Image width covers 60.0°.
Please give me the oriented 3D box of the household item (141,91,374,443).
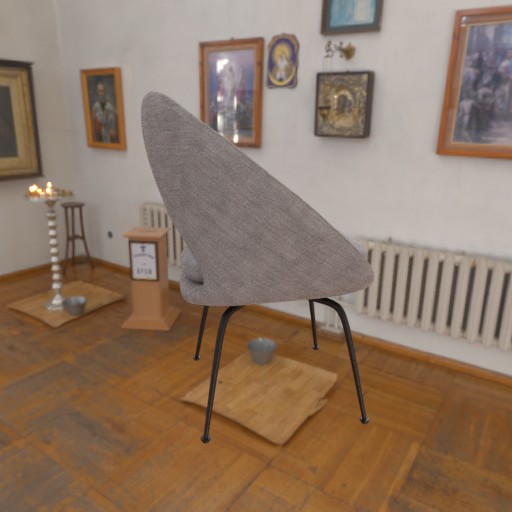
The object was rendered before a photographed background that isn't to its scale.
[{"bbox_3d":[0.000,0.000,1.269,0.587,0.869,0.643,-3,16,-10],"label":"household item"}]
